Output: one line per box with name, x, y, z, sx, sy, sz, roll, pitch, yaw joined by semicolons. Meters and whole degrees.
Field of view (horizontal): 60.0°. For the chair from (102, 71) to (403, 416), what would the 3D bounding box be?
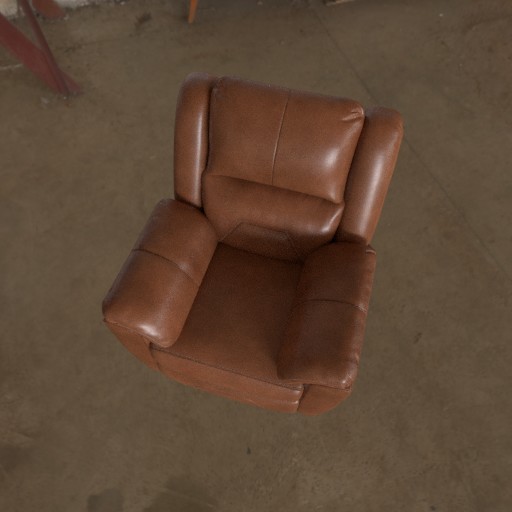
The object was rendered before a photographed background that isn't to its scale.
chair;0.000;0.000;1.899;0.990;1.093;1.041;14;60;8
